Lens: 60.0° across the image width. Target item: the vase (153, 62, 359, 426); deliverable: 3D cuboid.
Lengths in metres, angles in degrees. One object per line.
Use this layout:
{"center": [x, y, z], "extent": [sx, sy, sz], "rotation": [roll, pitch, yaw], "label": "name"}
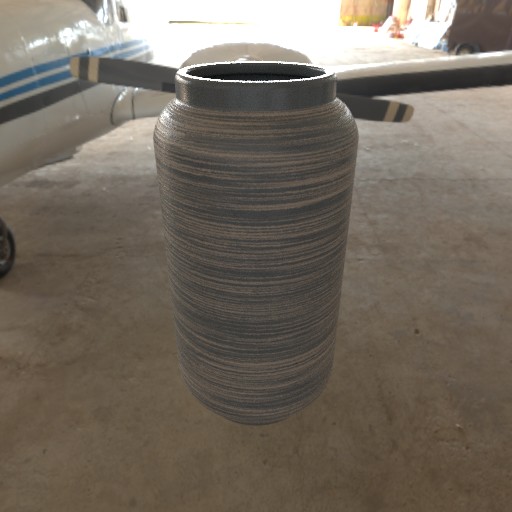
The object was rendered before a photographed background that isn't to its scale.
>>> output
{"center": [0.000, 0.000, 0.295], "extent": [0.116, 0.230, 0.116], "rotation": [0, 30, 0], "label": "vase"}
